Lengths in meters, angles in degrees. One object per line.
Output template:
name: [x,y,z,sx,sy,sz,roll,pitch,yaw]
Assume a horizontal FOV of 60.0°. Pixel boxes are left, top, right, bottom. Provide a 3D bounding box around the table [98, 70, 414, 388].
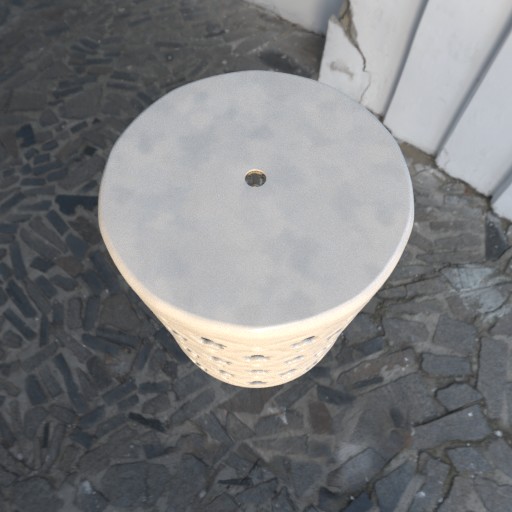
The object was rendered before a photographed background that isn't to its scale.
table: [0.000,0.000,0.659,0.352,0.387,0.352,0,64,0]
